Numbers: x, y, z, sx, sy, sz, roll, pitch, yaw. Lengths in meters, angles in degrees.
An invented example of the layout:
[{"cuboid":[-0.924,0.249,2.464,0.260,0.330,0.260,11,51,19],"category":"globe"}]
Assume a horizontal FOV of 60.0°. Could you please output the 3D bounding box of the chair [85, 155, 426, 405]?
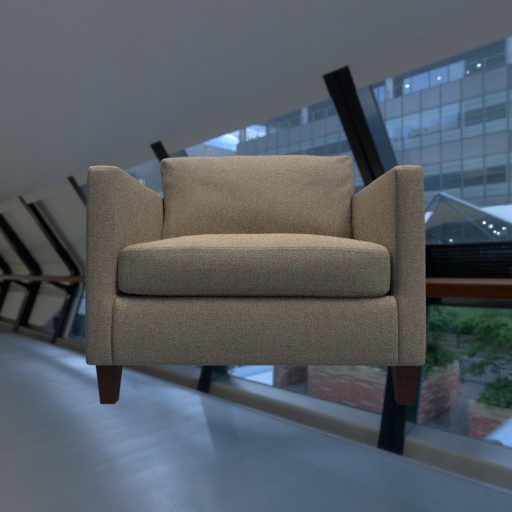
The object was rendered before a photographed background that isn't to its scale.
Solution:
[{"cuboid":[0.000,0.000,1.840,1.107,0.961,0.959,0,-1,0],"category":"chair"}]
